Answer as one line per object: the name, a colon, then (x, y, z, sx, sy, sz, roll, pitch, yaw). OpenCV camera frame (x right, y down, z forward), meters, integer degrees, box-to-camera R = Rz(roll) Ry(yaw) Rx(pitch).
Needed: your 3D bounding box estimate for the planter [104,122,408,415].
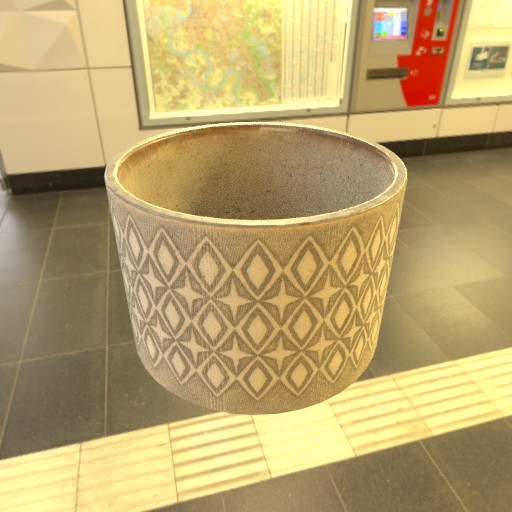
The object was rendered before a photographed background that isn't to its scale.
planter: (0.000, 0.000, 0.320, 0.186, 0.144, 0.186, 0, 31, 0)
